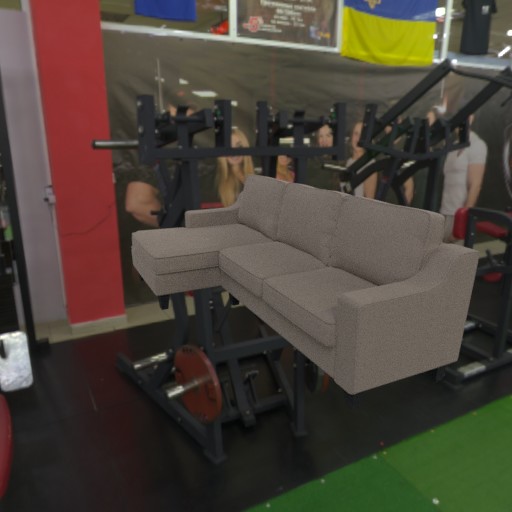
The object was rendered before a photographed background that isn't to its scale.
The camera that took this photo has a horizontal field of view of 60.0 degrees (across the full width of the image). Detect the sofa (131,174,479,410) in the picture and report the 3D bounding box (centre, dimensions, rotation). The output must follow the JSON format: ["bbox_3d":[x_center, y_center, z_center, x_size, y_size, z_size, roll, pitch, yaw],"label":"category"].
[{"bbox_3d":[0.000,0.000,3.154,1.294,0.928,2.561,-8,18,-25],"label":"sofa"}]
